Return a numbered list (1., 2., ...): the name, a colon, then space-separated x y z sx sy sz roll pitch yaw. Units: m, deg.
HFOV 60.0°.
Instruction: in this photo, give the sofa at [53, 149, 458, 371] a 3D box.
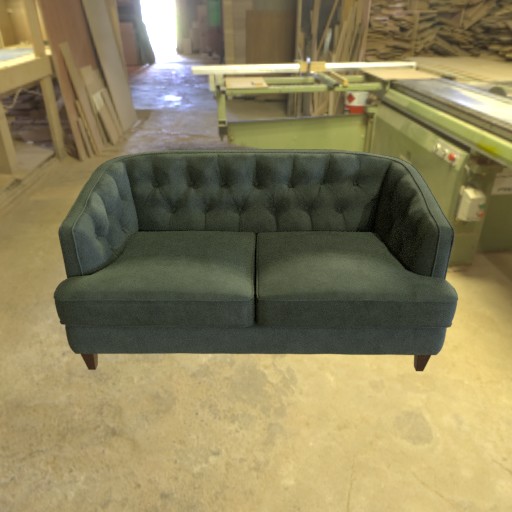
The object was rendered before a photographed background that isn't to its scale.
1. sofa: 0.000 0.000 2.255 1.733 0.855 0.941 0 29 0
